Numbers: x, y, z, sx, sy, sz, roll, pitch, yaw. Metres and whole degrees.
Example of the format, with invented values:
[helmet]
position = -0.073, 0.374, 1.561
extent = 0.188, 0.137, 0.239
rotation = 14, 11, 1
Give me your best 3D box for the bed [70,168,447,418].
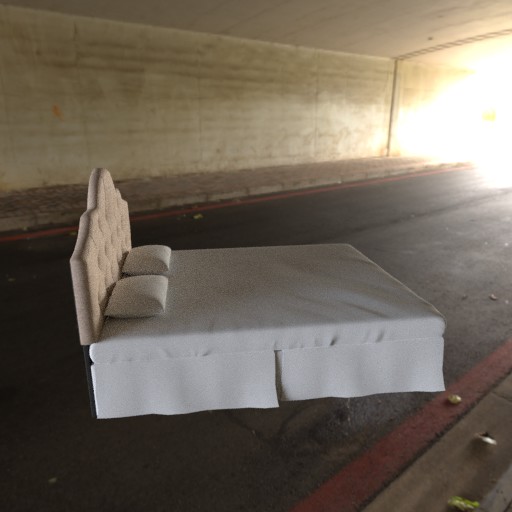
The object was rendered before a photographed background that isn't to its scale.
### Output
[bed]
position = 0.000, 0.000, 2.969
extent = 1.970, 1.194, 1.667
rotation = -3, 17, -8
